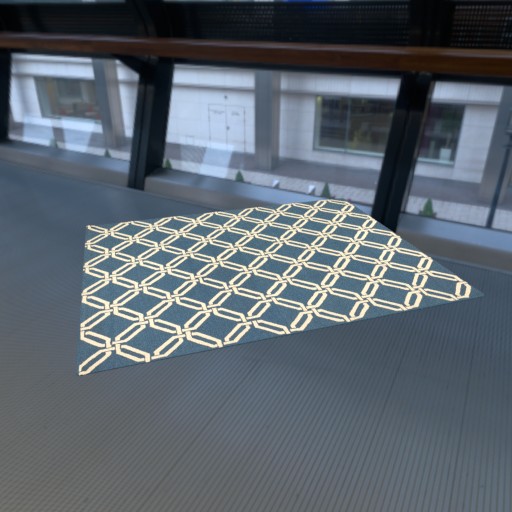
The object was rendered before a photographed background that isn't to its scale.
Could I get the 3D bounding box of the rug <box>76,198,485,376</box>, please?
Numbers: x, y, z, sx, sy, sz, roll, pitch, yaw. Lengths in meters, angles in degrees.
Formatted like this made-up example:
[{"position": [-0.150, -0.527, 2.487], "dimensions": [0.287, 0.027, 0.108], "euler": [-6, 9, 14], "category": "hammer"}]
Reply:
[{"position": [0.000, 0.000, 3.867], "dimensions": [2.867, 0.020, 2.277], "euler": [-8, 28, -16], "category": "rug"}]
